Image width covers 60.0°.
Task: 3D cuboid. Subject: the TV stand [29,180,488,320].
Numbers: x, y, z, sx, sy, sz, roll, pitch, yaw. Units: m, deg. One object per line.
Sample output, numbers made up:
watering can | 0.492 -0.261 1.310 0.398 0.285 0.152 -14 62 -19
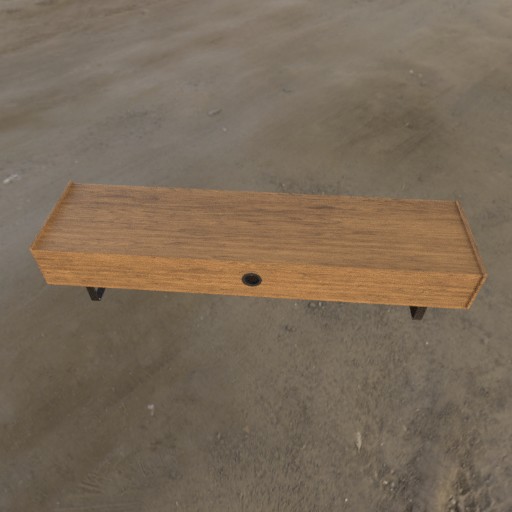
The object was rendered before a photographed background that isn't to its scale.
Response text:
TV stand | 0.000 0.000 2.034 1.796 0.415 0.467 3 46 3
